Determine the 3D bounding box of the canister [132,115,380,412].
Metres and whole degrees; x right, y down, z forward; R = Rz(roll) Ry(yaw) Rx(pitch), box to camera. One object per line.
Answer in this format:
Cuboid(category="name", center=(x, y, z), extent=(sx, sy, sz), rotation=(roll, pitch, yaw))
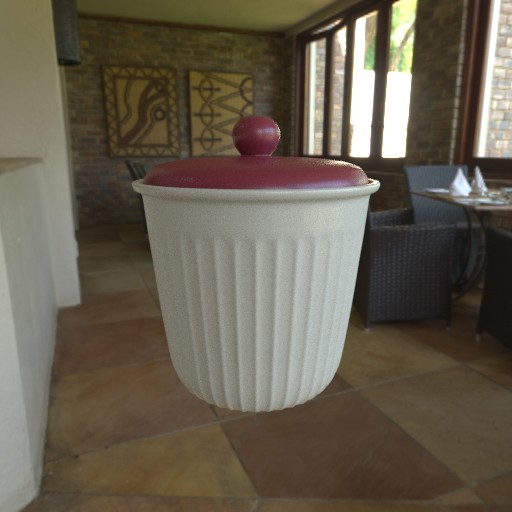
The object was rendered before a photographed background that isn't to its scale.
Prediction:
Cuboid(category="canister", center=(0.000, 0.000, 0.348), extent=(0.181, 0.211, 0.181), rotation=(0, 13, 0))
